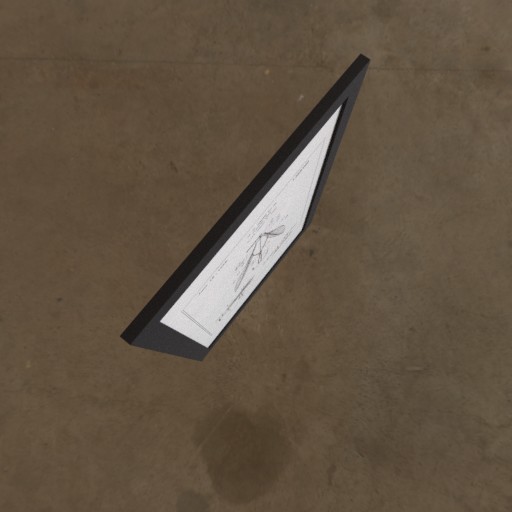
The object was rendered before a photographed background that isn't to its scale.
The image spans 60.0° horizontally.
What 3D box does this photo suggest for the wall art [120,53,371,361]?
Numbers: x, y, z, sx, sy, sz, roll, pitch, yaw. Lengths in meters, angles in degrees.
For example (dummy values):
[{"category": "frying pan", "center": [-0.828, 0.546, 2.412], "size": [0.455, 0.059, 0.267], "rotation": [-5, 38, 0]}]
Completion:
[{"category": "wall art", "center": [0.000, 0.000, 0.692], "size": [0.013, 0.534, 0.380], "rotation": [37, 78, 9]}]
